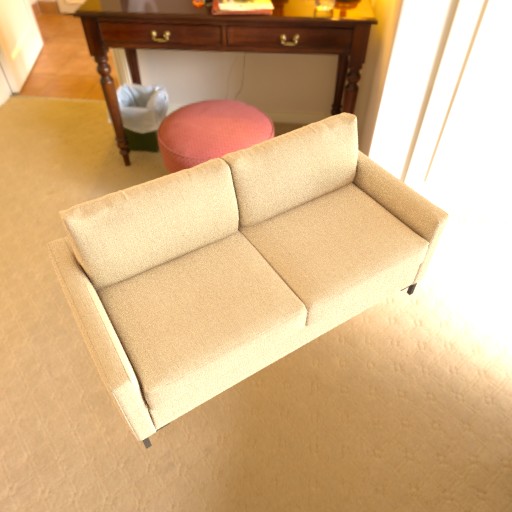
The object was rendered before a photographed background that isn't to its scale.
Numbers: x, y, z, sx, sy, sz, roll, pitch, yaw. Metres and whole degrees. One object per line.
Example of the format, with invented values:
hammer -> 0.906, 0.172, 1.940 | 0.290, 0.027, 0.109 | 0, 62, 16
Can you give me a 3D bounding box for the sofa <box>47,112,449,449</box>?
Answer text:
sofa -> 0.000, 0.000, 2.086 | 1.651, 0.812, 0.839 | -25, 51, -21
